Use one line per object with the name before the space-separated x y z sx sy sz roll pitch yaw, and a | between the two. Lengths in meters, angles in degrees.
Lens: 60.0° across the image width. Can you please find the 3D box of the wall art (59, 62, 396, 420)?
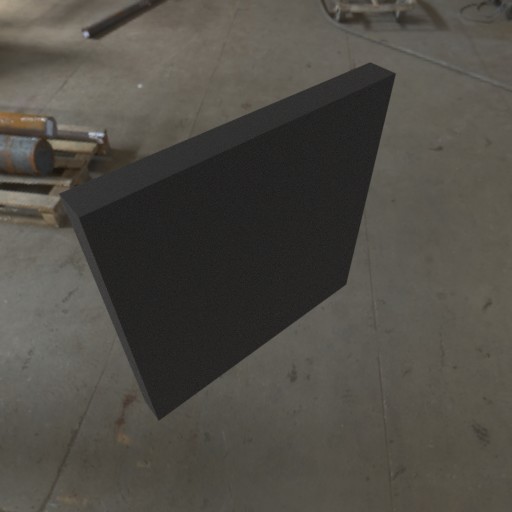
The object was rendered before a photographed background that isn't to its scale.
wall art | 0.000 0.000 0.458 0.308 0.305 0.030 -31 54 -26
